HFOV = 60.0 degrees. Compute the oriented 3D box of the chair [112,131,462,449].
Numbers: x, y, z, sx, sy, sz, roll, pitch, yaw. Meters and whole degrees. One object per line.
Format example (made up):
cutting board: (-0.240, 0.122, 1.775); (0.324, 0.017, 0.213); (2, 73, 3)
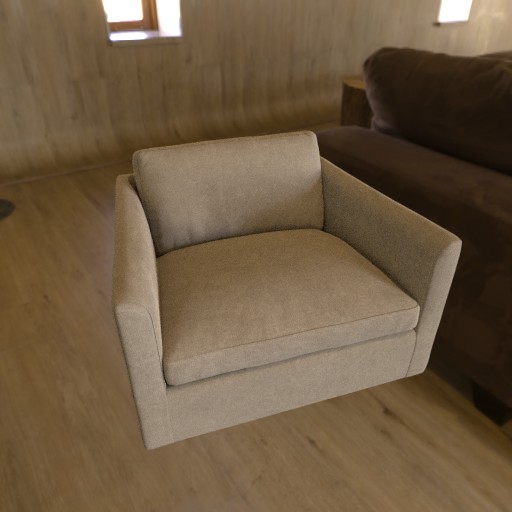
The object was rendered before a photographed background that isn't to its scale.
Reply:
chair: (0.000, 0.000, 1.934); (1.190, 0.845, 1.091); (-10, 33, -16)
